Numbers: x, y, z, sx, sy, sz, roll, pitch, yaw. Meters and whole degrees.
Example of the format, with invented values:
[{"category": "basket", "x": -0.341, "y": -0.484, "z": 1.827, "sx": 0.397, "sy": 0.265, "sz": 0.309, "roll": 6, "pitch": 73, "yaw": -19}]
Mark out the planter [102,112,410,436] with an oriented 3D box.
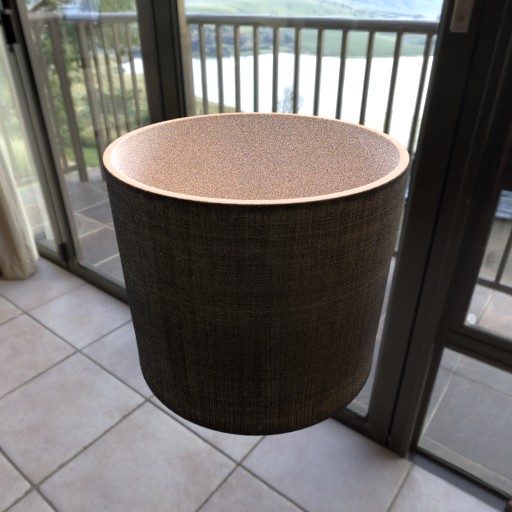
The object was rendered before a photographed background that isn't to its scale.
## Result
[{"category": "planter", "x": 0.000, "y": 0.000, "z": 0.437, "sx": 0.254, "sy": 0.221, "sz": 0.254, "roll": 0, "pitch": 30, "yaw": 0}]
